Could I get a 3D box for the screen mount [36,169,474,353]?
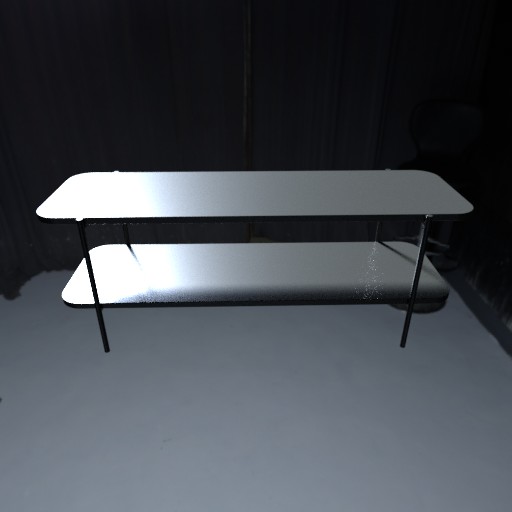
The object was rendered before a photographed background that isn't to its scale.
[{"bbox_3d":[0.000,0.000,1.438,1.200,0.447,0.400,-1,29,-1],"label":"screen mount"}]
